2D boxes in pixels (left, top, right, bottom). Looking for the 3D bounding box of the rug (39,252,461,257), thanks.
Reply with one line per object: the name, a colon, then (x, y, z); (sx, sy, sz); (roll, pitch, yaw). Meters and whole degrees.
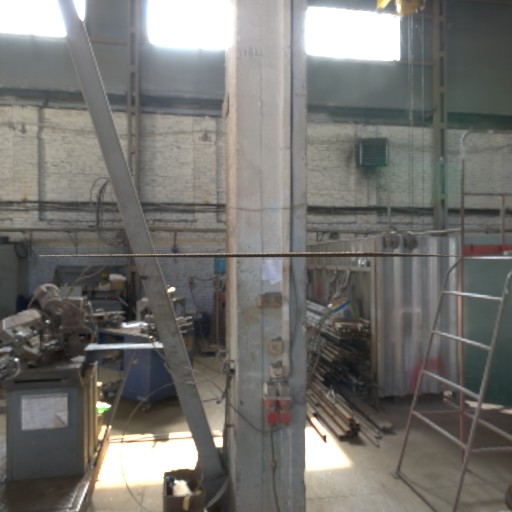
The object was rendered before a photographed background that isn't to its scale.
rug: (0.000, 0.000, 4.084); (3.046, 0.008, 2.442); (0, -1, 35)
